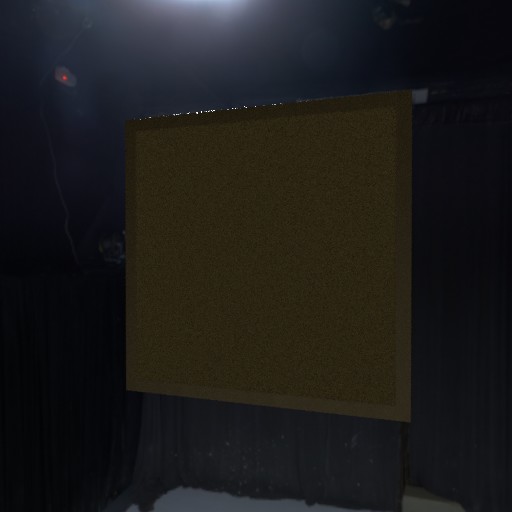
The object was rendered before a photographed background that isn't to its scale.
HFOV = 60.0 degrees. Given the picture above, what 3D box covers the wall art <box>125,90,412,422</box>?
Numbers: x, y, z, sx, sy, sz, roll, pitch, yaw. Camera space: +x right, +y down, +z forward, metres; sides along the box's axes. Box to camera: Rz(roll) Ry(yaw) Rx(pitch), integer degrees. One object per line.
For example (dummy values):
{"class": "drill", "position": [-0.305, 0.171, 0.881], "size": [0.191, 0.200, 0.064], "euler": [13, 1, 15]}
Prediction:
{"class": "wall art", "position": [0.000, 0.000, 2.926], "size": [1.935, 1.936, 0.097], "euler": [0, 1, 18]}
